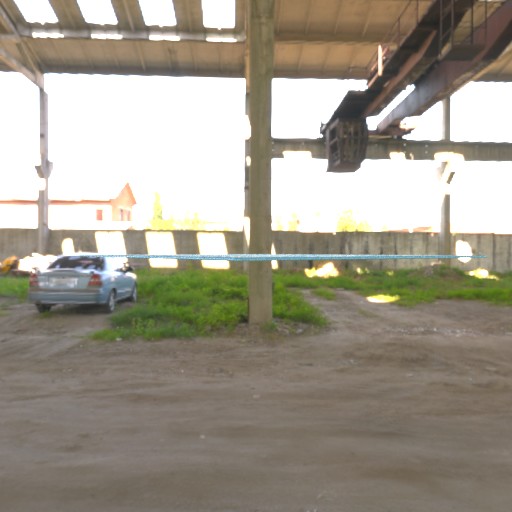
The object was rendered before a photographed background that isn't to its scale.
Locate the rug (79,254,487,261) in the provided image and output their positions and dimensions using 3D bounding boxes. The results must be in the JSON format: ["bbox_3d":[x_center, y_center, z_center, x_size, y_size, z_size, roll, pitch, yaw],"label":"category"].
[{"bbox_3d":[0.000,0.000,4.003,2.350,0.018,2.964,0,1,-35],"label":"rug"}]
